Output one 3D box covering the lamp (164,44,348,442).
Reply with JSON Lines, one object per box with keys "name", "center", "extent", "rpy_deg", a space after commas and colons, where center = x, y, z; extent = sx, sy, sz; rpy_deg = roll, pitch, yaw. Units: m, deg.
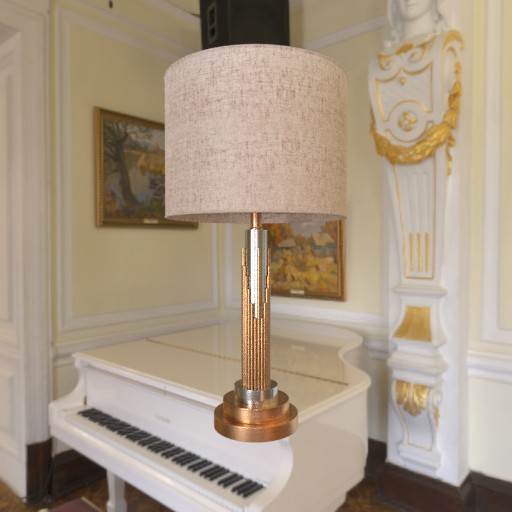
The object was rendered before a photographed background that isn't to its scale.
{"name": "lamp", "center": [0.000, 0.000, 0.797], "extent": [0.321, 0.610, 0.321], "rpy_deg": [-1, 2, -37]}
